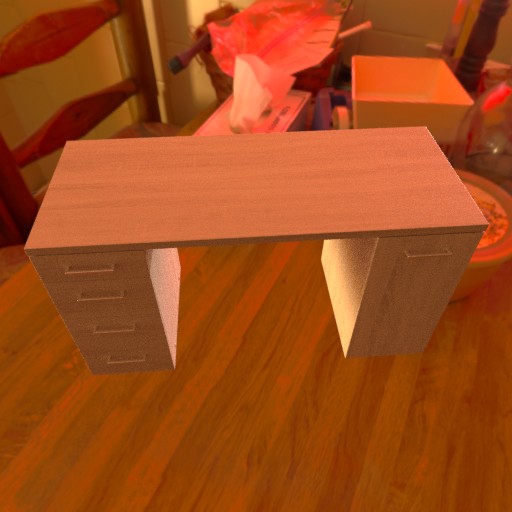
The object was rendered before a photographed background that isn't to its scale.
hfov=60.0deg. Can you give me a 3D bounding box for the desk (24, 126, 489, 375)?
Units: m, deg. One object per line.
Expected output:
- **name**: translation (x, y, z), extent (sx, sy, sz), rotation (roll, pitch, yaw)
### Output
- **desk**: translation (0.000, 0.000, 1.769), extent (1.390, 0.740, 0.600), rotation (-3, 47, -3)
